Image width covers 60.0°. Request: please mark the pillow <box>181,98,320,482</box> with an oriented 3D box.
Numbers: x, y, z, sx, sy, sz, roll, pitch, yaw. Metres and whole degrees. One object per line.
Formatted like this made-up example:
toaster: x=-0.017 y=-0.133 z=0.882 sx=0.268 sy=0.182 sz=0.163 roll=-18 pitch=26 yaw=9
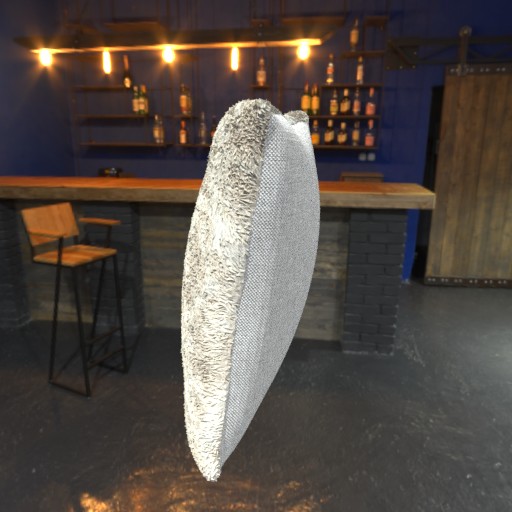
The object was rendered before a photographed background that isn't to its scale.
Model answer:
pillow: x=0.000 y=0.000 z=0.787 sx=0.218 sy=0.515 sz=0.529 roll=3 pitch=16 yaw=10
